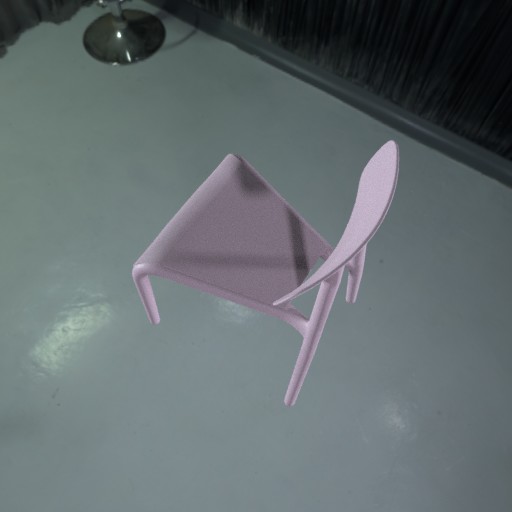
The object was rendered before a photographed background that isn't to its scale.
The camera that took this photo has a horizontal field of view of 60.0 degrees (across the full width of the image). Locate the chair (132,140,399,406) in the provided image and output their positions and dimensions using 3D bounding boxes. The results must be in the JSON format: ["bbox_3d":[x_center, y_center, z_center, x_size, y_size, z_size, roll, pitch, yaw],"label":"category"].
[{"bbox_3d":[0.000,0.000,0.850,0.401,0.580,0.356,31,68,14],"label":"chair"}]
